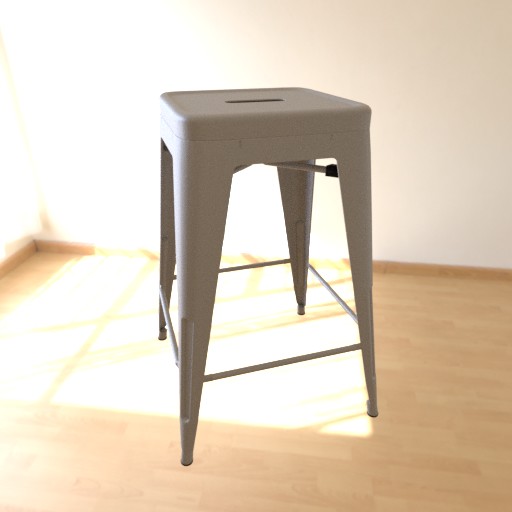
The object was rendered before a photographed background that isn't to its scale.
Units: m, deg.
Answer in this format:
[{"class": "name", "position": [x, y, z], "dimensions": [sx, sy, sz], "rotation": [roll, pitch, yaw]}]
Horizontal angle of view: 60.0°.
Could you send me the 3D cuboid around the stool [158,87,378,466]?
[{"class": "stool", "position": [0.000, 0.000, 0.899], "dimensions": [0.410, 0.608, 0.410], "rotation": [-8, 28, -15]}]
